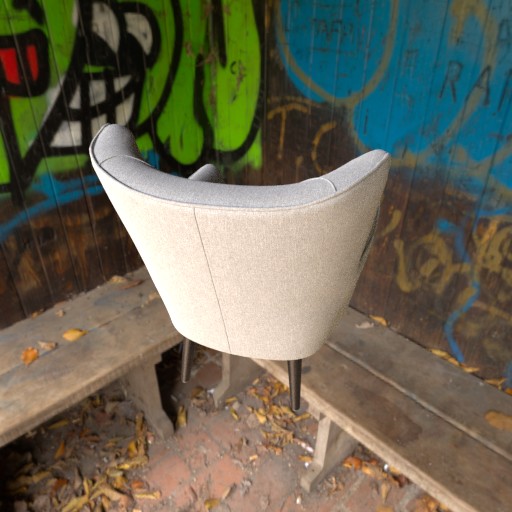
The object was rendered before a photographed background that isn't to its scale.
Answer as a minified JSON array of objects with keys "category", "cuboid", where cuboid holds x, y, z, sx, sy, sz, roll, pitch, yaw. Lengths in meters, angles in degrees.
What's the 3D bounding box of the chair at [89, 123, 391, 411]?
[{"category":"chair","cuboid":[0.000,0.000,1.524,0.781,0.933,0.888,10,33,15]}]
